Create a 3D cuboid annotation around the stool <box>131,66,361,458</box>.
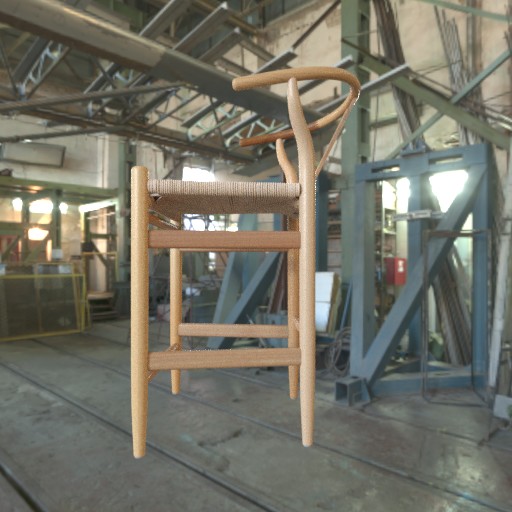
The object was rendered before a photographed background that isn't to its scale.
[{"bbox_3d":[0.000,0.000,1.260,0.575,0.923,0.536,0,0,0],"label":"stool"}]
